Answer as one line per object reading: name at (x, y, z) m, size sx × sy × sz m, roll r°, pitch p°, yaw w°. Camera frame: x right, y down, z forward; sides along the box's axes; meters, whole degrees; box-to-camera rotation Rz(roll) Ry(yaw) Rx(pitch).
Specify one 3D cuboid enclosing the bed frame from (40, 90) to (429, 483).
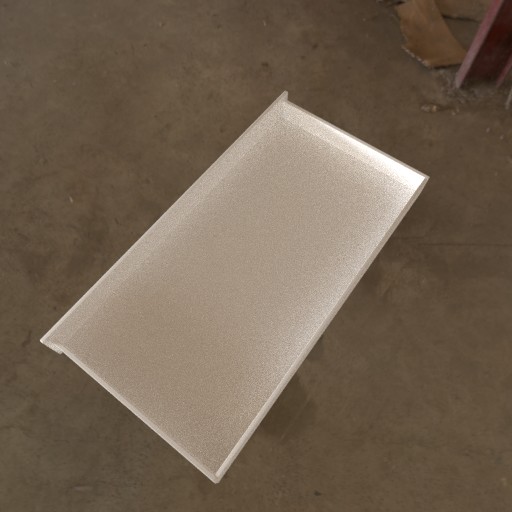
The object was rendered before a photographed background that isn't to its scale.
bed frame at (0.000, 0.000, 1.550) m, size 0.670 × 0.141 × 1.300 m, roll 34°, pitch 68°, yaw 15°
